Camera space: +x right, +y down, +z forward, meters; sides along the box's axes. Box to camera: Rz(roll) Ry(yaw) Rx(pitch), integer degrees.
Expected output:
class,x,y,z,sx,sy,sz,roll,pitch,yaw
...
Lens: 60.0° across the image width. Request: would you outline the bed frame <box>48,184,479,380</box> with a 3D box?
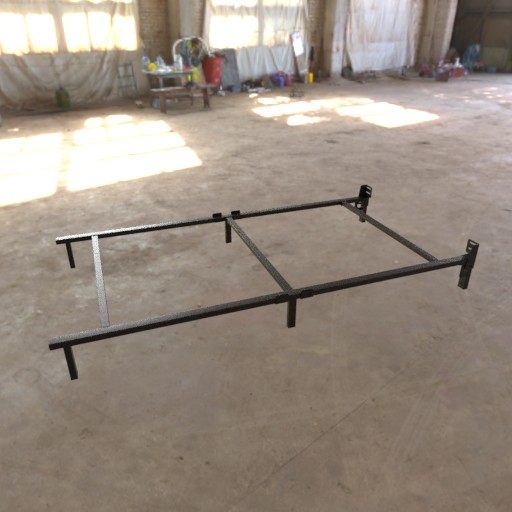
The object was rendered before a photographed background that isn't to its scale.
class,x,y,z,sx,sy,sz,roll,pitch,yaw
bed frame,0.000,0.000,2.255,1.897,0.248,0.968,-10,29,-18
